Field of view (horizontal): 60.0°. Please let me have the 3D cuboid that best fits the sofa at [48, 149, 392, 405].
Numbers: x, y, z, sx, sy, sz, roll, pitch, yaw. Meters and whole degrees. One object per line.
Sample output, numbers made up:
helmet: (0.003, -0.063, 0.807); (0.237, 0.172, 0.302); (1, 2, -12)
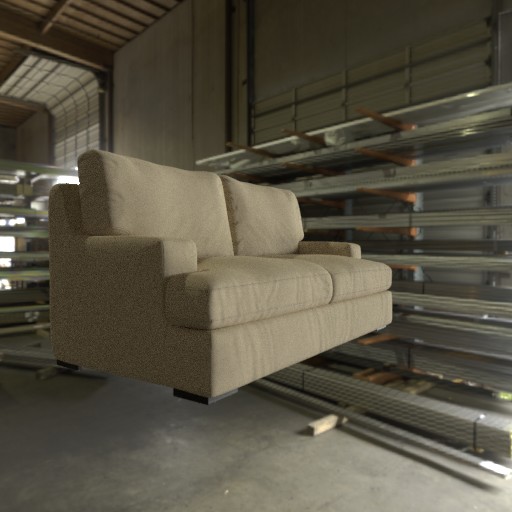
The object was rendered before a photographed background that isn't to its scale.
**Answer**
sofa: (0.000, 0.000, 2.444); (0.962, 0.967, 1.885); (1, 1, 35)
